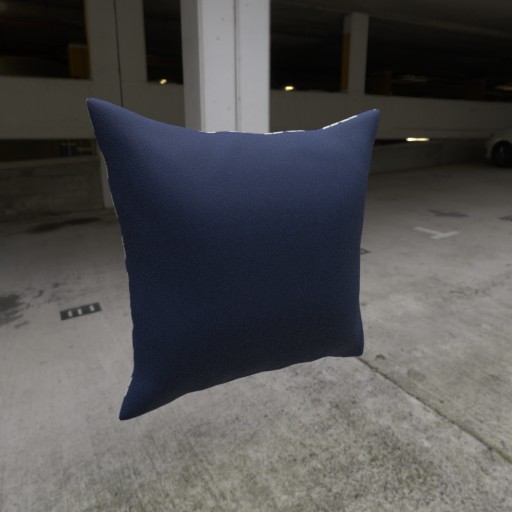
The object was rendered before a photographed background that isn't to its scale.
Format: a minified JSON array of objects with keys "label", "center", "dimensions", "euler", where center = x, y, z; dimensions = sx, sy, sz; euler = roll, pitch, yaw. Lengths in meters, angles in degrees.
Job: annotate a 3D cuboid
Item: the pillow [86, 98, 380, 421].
[{"label":"pillow","center":[0.000,0.000,0.760],"dimensions":[0.504,0.494,0.188],"euler":[-8,17,-26]}]
